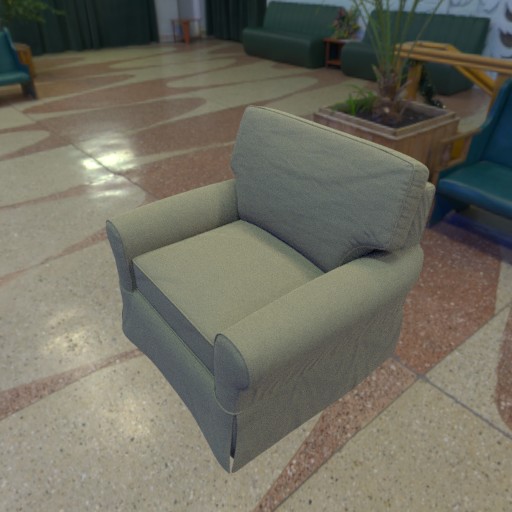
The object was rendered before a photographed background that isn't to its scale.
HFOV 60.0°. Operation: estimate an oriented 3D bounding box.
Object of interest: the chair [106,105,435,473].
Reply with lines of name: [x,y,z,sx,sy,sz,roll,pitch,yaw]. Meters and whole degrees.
chair: [0.000,0.000,1.897,0.988,1.017,1.135,-23,40,-30]
